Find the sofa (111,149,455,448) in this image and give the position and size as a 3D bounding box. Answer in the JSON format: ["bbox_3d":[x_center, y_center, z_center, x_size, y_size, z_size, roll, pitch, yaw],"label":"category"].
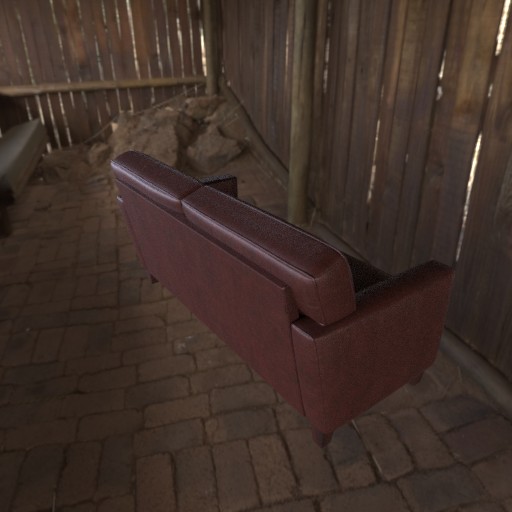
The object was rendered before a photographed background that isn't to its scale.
[{"bbox_3d":[0.000,0.000,2.422,0.912,0.928,1.876,-18,32,-32],"label":"sofa"}]
